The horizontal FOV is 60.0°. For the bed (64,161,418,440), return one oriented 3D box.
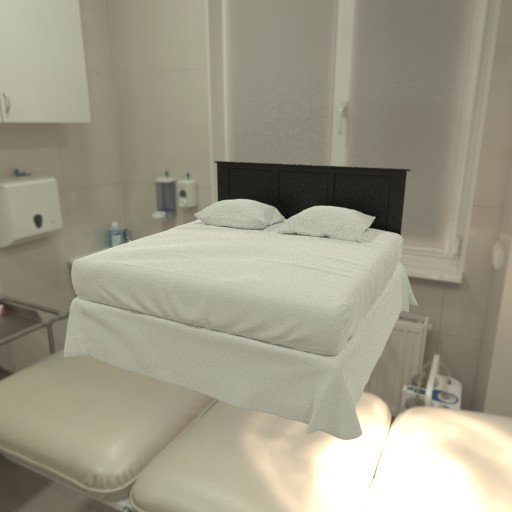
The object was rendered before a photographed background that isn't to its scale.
[{"bbox_3d":[0.000,0.000,3.554,2.315,1.271,2.219,8,18,26],"label":"bed"}]
